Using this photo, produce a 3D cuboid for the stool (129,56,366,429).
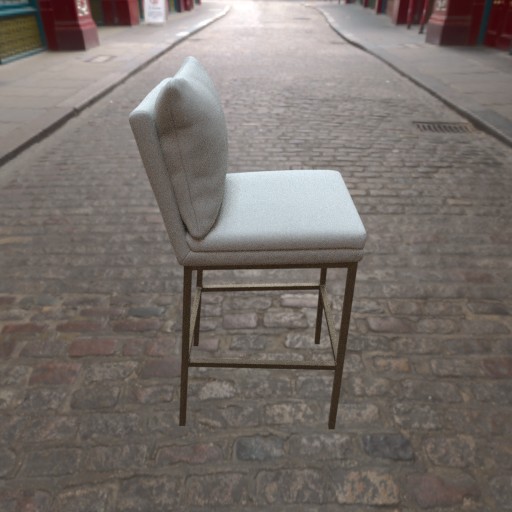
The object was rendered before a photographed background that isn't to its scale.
[{"bbox_3d":[0.000,0.000,1.413,0.572,1.125,0.463,0,31,0],"label":"stool"}]
